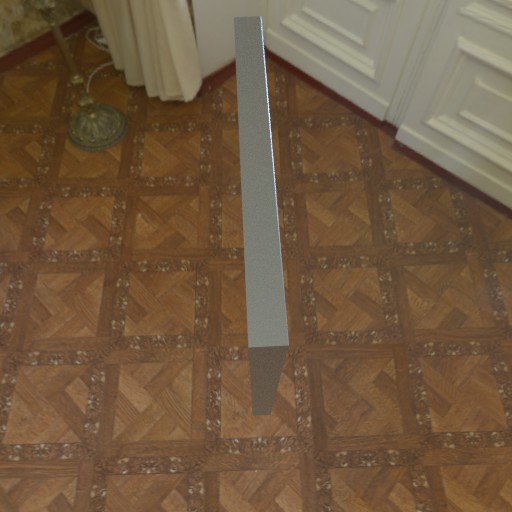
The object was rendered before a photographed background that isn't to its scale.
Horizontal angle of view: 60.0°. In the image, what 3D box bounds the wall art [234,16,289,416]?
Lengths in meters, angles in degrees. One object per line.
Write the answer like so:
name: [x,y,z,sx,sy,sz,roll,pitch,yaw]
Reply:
wall art: [0.000,0.000,0.751,0.037,0.554,0.453,-3,64,-1]
